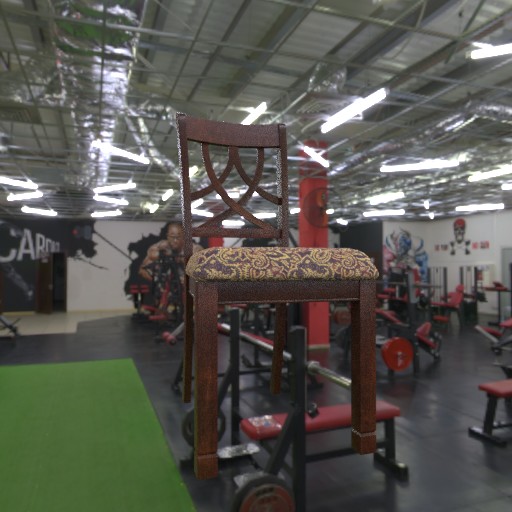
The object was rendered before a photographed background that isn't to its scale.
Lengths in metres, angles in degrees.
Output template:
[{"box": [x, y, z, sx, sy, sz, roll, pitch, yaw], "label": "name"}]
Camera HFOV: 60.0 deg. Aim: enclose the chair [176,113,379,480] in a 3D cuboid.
[{"box": [0.000, 0.000, 1.282, 0.457, 0.965, 0.584, 0, -1, -18], "label": "chair"}]
